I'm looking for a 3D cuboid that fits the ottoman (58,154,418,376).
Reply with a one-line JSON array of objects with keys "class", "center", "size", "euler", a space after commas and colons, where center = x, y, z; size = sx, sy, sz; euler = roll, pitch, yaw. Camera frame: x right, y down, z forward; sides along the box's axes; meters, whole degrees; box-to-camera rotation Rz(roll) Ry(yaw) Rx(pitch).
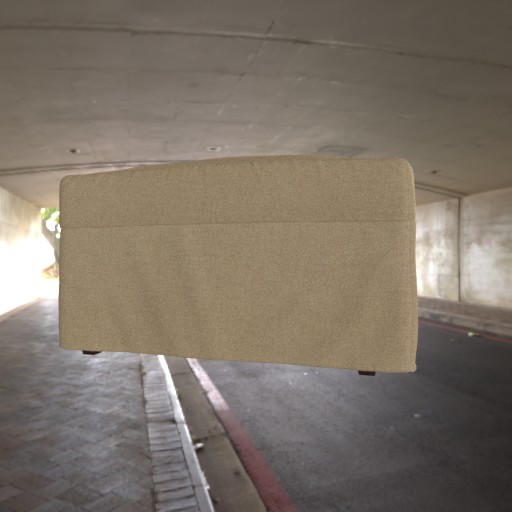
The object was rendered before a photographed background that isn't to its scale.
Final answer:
[{"class": "ottoman", "center": [0.000, 0.000, 1.262], "size": [0.833, 0.485, 0.650], "euler": [0, 0, 17]}]
